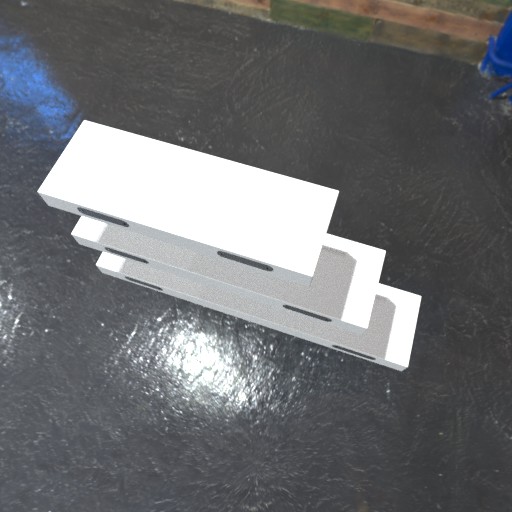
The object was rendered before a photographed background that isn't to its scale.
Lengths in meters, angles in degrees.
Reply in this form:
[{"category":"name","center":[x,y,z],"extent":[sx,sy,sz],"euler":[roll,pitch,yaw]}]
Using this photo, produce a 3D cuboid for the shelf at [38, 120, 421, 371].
[{"category":"shelf","center":[0.000,0.000,0.748],"extent":[0.610,0.293,0.140],"euler":[17,66,8]}]
